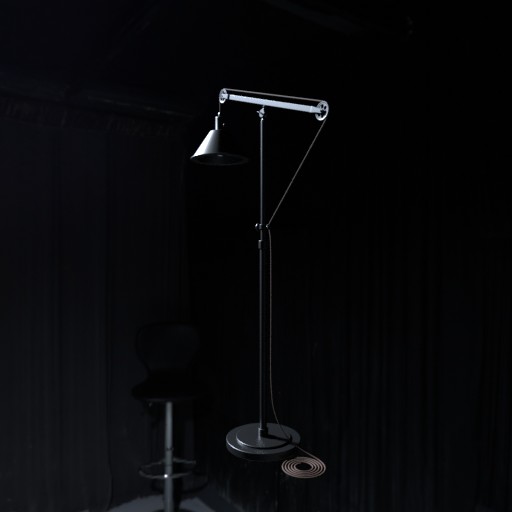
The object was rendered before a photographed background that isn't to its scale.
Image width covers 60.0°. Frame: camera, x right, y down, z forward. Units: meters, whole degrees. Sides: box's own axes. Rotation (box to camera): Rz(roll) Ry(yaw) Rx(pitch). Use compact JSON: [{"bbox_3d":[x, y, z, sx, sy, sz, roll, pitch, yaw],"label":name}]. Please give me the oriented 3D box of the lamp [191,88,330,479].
[{"bbox_3d":[0.000,0.000,1.953,0.319,1.626,0.904,-1,1,-35],"label":"lamp"}]
